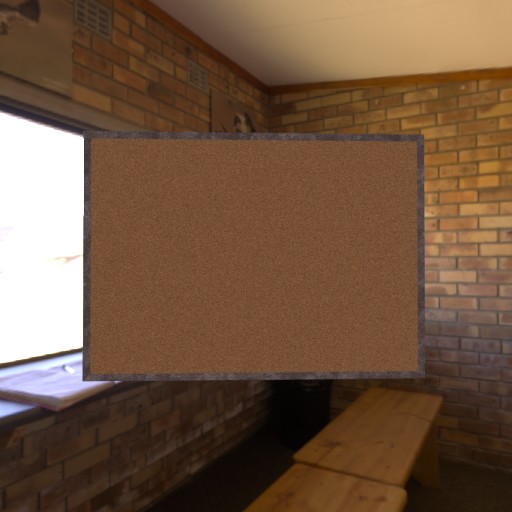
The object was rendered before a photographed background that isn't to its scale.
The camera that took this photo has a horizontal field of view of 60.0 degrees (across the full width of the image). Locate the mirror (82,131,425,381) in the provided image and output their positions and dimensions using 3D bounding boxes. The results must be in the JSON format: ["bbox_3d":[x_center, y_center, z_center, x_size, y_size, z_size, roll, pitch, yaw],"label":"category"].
[{"bbox_3d":[0.000,0.000,1.437,1.101,0.795,0.022,0,-1,-2],"label":"mirror"}]
